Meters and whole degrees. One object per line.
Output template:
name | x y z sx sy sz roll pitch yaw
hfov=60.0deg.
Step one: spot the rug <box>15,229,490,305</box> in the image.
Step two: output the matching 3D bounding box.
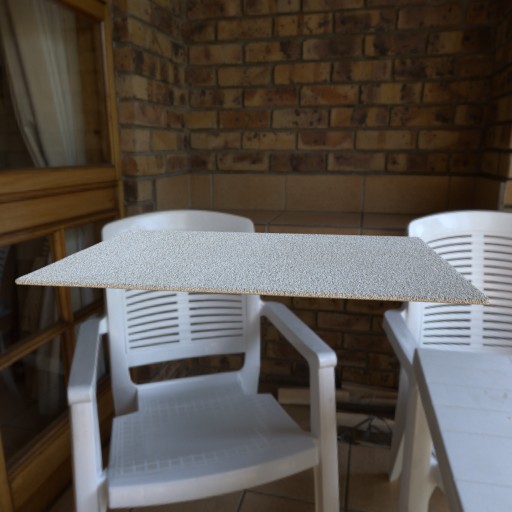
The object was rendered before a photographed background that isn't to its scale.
rug | 0.000 0.000 2.970 2.438 0.030 1.524 2 14 8
